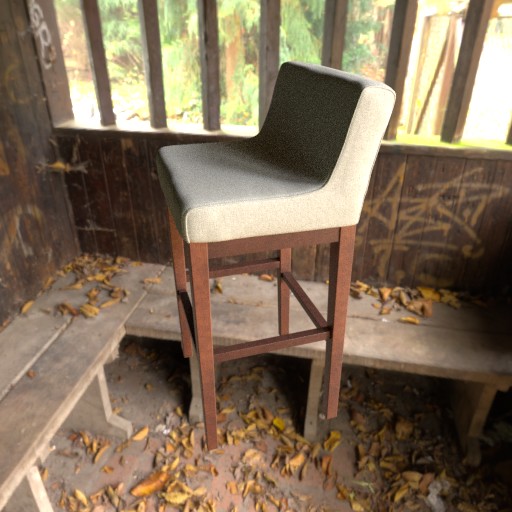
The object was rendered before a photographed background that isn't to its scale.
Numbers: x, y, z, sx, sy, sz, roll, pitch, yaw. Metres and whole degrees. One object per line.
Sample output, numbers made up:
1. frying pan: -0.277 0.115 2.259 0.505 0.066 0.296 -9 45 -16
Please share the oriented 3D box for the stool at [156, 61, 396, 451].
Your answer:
1. stool: 0.000 0.000 1.339 0.500 1.037 0.511 -9 30 -15
